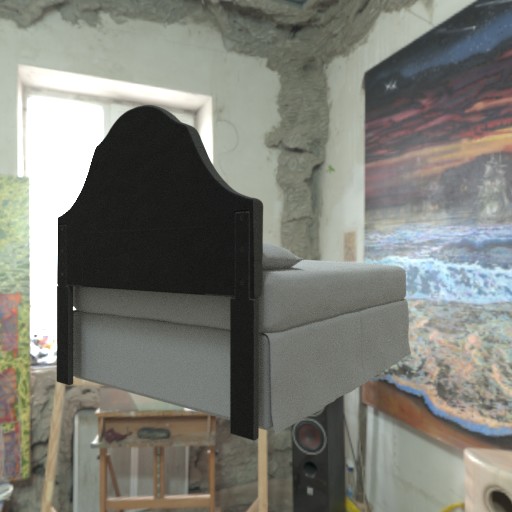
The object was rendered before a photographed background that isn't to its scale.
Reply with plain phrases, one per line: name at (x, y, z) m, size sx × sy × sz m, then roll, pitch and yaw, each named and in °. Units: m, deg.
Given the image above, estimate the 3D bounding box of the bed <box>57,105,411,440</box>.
bed at (0.000, 0.000, 3.199) m, size 1.636 × 1.575 × 2.155 m, roll 0°, pitch 0°, yaw 36°
